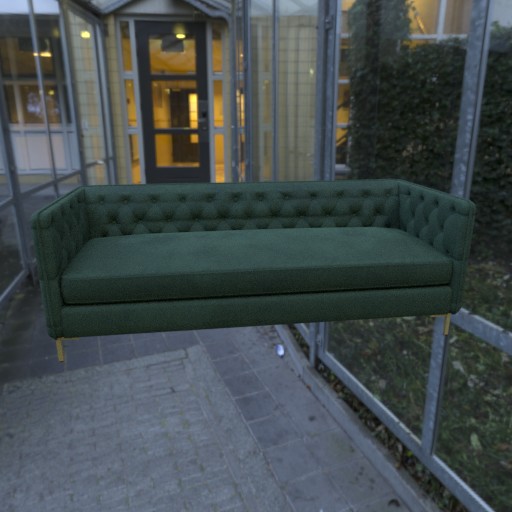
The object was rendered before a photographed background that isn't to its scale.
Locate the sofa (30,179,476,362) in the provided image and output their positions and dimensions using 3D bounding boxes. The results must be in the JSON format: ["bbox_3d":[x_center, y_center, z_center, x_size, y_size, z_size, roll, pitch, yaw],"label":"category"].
[{"bbox_3d":[0.000,0.000,2.629,2.209,0.771,0.895,-2,18,-8],"label":"sofa"}]
